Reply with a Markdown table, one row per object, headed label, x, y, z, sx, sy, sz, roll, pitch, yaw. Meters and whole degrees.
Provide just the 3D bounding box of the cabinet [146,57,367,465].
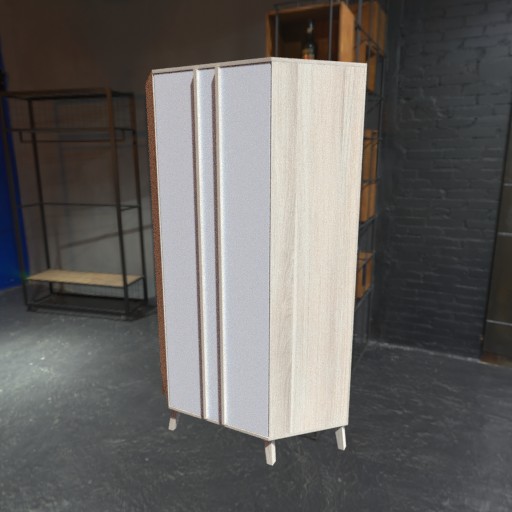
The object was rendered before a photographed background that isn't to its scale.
| label | x | y | z | sx | sy | sz | roll | pitch | yaw |
| --- | --- | --- | --- | --- | --- | --- | --- | --- | --- |
| cabinet | 0.000 | 0.000 | 2.611 | 1.272 | 1.957 | 0.969 | 7 | 15 | 27 |
